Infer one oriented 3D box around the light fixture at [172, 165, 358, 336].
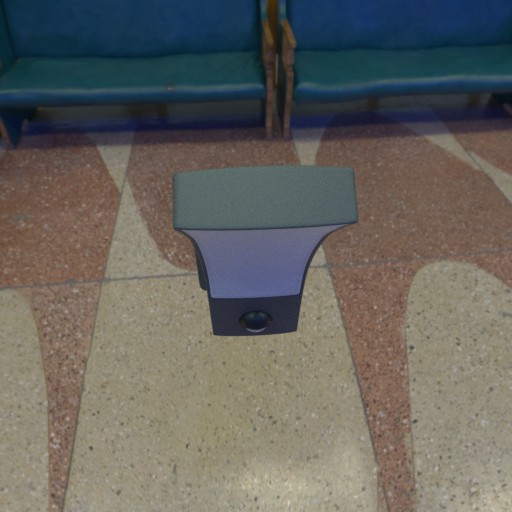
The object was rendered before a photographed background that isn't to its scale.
[{"bbox_3d":[0.000,0.000,0.328,0.108,0.243,0.174,-2,45,-2],"label":"light fixture"}]
